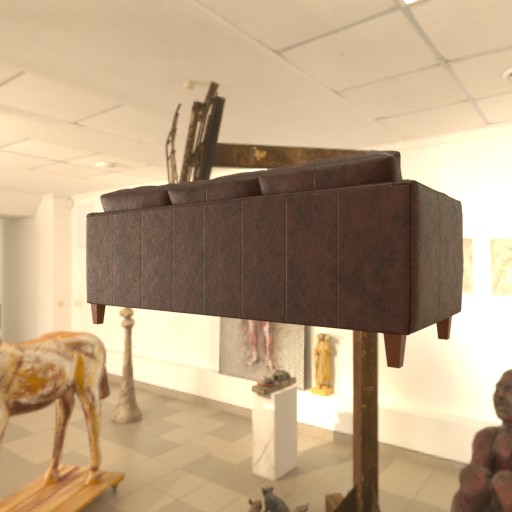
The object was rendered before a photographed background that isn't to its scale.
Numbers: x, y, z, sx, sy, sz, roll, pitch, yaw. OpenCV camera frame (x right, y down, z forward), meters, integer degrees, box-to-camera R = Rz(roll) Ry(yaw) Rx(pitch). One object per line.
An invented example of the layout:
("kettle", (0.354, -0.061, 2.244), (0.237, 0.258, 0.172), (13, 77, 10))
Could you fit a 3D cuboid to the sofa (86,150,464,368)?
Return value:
("sofa", (0.000, 0.000, 3.030), (2.464, 1.006, 1.045), (0, -1, 36))
